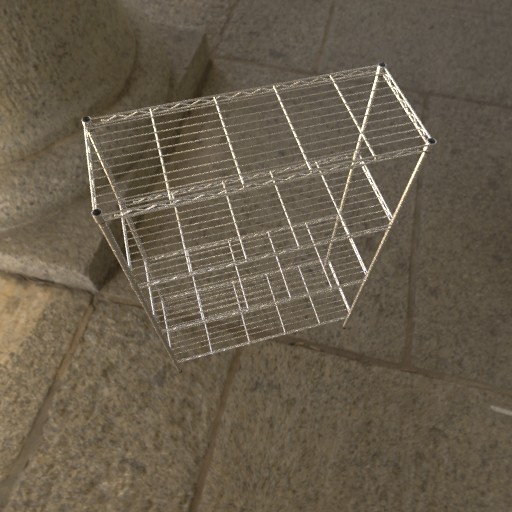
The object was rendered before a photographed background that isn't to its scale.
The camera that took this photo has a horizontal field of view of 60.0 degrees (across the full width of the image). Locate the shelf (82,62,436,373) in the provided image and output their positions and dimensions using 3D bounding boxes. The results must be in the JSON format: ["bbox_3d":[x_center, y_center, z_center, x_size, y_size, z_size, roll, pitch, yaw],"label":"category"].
[{"bbox_3d":[0.000,0.000,1.788,0.907,1.360,0.352,-13,61,-8],"label":"shelf"}]
